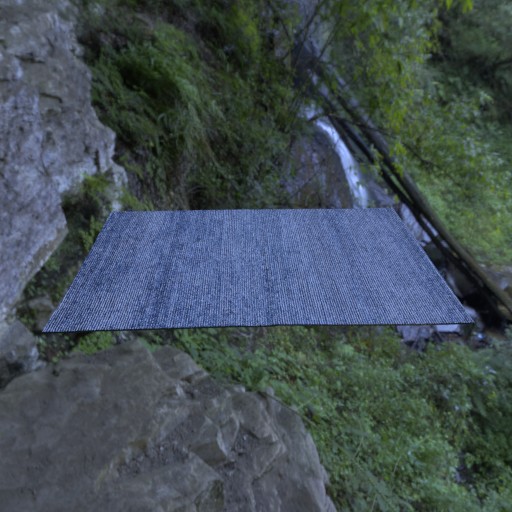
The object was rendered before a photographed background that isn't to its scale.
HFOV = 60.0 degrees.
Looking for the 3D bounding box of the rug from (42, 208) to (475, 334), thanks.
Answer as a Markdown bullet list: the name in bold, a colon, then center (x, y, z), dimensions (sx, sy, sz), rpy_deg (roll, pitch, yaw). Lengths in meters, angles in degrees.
- **rug**: center (0.000, 0.000, 2.312), dimensions (1.793, 0.025, 1.159), rpy_deg (-1, 30, -1)
